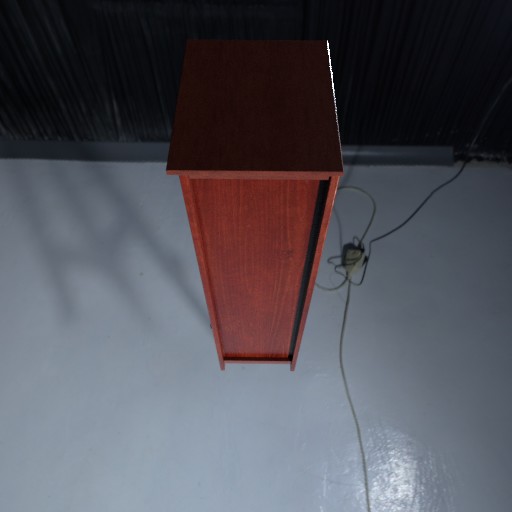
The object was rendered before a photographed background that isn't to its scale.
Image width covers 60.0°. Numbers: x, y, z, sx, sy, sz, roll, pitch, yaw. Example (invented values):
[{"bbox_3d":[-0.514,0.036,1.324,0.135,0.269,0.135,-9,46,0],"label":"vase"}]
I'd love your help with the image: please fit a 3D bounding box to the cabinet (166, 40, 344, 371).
[{"bbox_3d":[0.000,0.000,1.771,0.401,1.518,0.500,1,58,0],"label":"cabinet"}]
